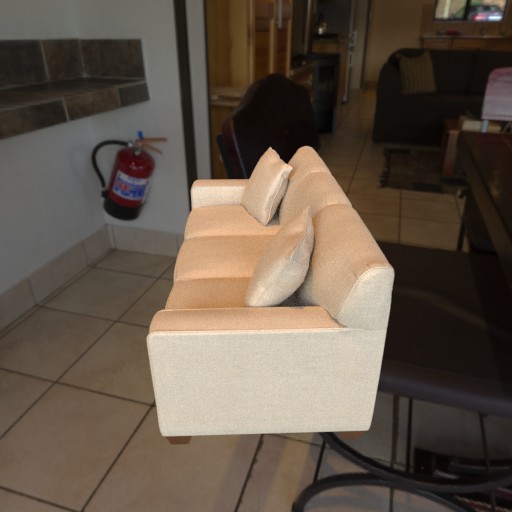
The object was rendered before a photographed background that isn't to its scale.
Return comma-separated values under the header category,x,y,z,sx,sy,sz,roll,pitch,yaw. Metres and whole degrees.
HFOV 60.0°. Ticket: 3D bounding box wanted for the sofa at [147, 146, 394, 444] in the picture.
category,x,y,z,sx,sy,sz,roll,pitch,yaw
sofa,0.000,0.000,2.693,0.997,0.958,2.024,-1,27,-2
